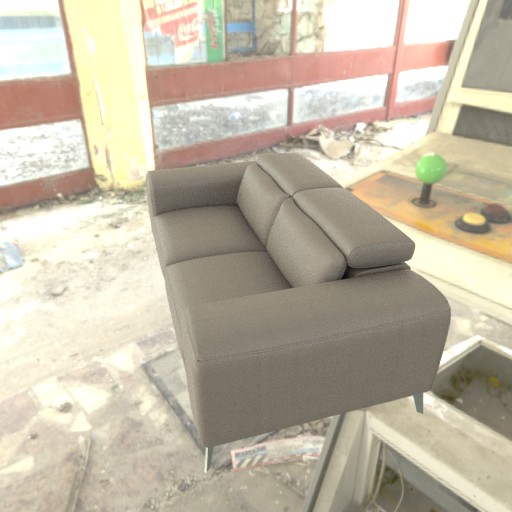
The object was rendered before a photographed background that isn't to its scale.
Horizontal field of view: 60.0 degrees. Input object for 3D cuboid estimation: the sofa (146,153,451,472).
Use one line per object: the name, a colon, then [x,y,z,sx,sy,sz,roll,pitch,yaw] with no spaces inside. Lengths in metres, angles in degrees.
sofa: [0.000,0.000,2.439,1.024,0.753,1.930,-9,31,-15]
